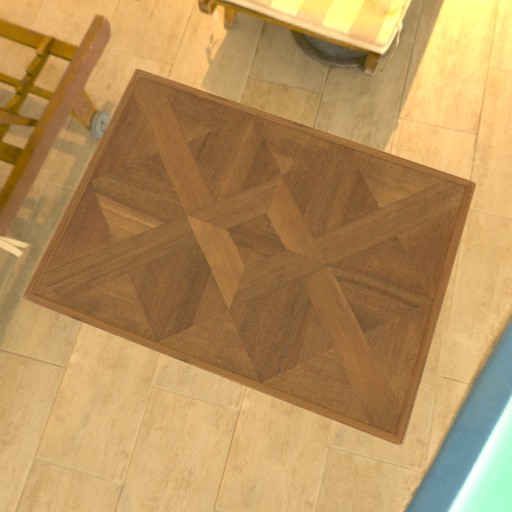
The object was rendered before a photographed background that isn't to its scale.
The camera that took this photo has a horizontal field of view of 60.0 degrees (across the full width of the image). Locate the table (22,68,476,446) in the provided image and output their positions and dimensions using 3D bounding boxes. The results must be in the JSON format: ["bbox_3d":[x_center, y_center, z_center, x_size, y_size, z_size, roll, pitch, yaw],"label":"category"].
[{"bbox_3d":[0.000,0.000,1.666,1.238,0.492,0.877,20,78,5],"label":"table"}]
